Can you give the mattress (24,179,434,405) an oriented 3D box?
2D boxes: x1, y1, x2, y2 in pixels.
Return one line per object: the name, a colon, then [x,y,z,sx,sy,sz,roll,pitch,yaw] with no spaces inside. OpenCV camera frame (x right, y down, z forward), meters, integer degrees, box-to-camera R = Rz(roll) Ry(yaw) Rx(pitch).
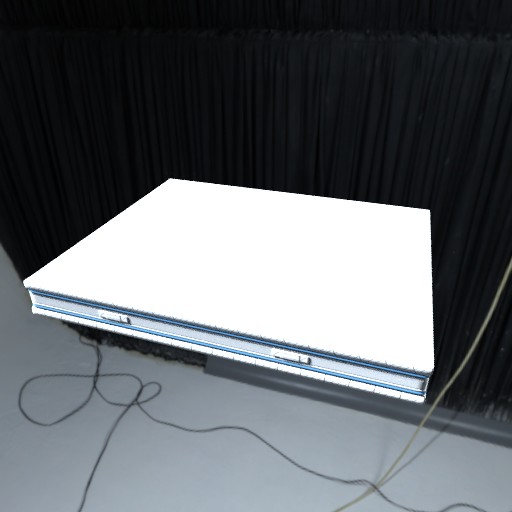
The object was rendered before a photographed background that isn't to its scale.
mattress: [0.000,0.000,2.718,2.000,0.230,1.600,9,31,16]
